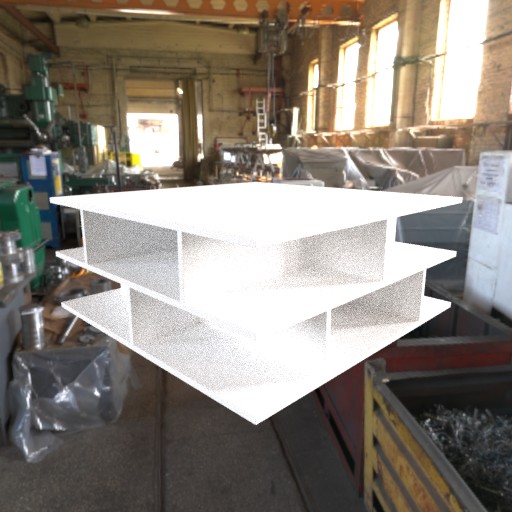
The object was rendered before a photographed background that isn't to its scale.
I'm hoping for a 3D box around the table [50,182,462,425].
[{"bbox_3d":[0.000,0.000,1.097,0.700,0.289,0.700,-13,19,-43],"label":"table"}]
